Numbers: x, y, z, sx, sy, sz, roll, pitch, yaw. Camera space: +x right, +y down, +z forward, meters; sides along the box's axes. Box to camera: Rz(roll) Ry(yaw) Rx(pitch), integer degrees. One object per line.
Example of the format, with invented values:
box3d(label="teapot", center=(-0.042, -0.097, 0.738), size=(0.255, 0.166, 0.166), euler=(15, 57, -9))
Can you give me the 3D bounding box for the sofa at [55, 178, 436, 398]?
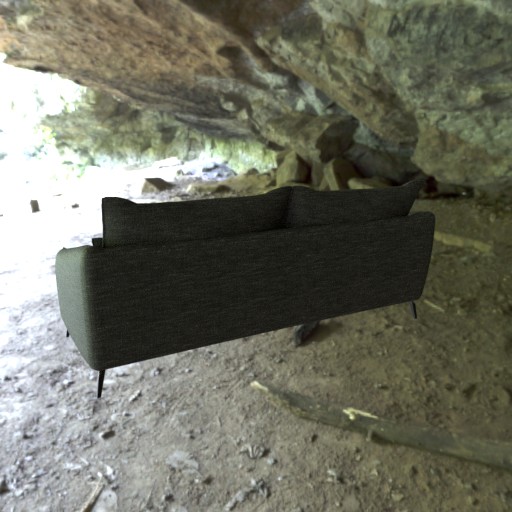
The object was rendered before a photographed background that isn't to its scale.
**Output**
box3d(label="sofa", center=(0.000, 0.000, 2.462), size=(2.019, 0.843, 0.807), euler=(-8, 17, -26))
